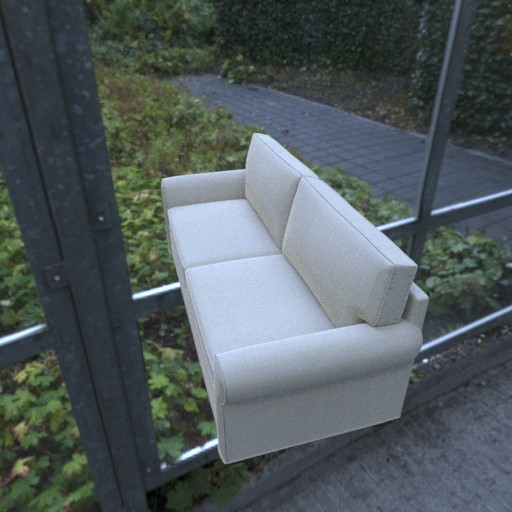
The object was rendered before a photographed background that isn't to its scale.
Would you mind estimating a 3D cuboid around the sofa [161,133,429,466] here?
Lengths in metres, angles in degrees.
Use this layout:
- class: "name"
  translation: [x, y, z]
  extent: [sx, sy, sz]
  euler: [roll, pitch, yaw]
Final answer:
- class: "sofa"
  translation: [0.000, 0.000, 2.660]
  extent: [0.901, 0.962, 2.146]
  euler: [-9, 32, -14]
